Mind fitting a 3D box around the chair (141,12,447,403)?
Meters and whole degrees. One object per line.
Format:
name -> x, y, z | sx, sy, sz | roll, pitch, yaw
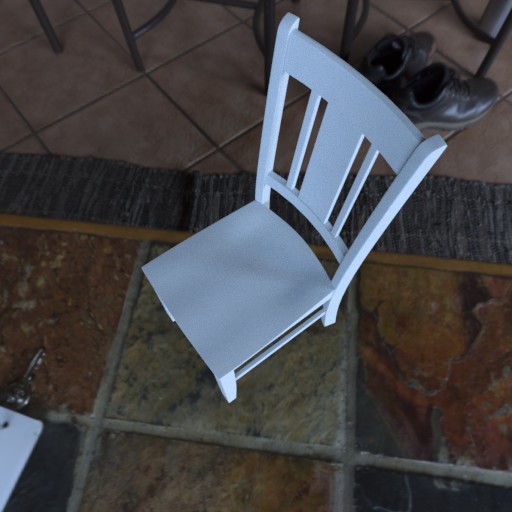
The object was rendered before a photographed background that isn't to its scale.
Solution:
chair -> 0.000, 0.000, 1.239 | 0.555, 0.998, 0.450 | -34, 68, -15
